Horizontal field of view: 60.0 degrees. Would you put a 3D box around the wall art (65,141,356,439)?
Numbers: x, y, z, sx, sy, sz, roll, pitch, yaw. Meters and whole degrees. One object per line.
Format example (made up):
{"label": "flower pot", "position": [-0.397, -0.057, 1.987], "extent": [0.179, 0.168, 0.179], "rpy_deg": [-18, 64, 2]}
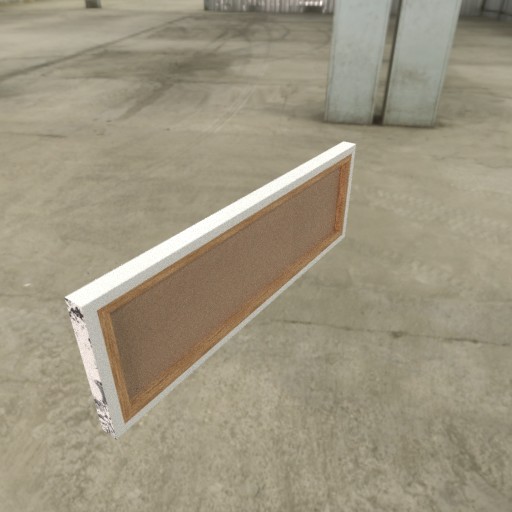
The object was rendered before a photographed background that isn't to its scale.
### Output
{"label": "wall art", "position": [0.000, 0.000, 0.874], "extent": [0.036, 0.256, 0.766], "rpy_deg": [21, 38, 30]}
